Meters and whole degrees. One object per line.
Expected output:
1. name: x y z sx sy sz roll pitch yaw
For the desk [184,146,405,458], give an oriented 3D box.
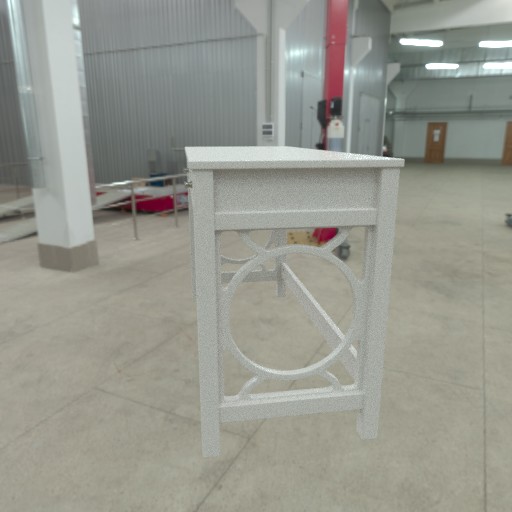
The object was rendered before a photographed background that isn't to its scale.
1. desk: 0.000 0.000 1.651 0.504 0.762 1.191 -2 15 -9
